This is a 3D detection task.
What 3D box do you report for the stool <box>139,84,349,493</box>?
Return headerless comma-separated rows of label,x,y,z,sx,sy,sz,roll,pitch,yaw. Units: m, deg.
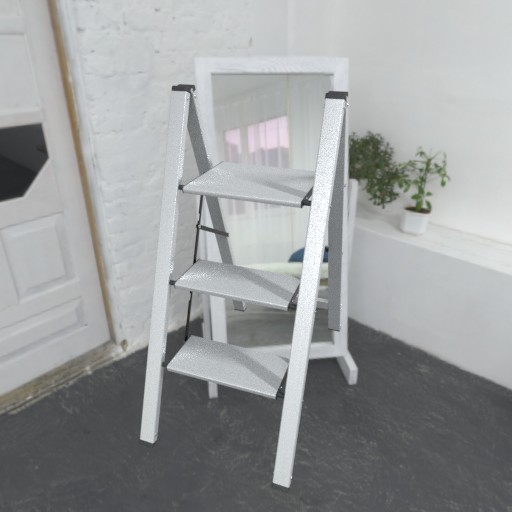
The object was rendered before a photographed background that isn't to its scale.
stool,0.000,0.000,1.268,0.441,0.902,0.730,9,29,18
